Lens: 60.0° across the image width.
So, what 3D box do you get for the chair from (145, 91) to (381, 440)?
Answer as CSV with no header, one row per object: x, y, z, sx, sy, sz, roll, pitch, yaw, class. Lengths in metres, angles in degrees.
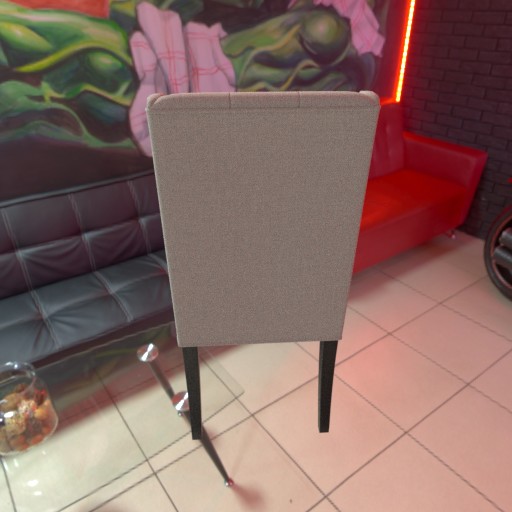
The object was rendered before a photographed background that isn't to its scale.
0.000,0.000,1.253,0.474,0.961,0.523,-2,30,-3,chair
